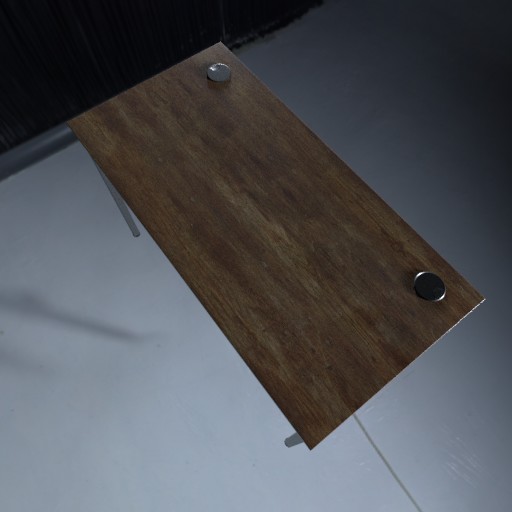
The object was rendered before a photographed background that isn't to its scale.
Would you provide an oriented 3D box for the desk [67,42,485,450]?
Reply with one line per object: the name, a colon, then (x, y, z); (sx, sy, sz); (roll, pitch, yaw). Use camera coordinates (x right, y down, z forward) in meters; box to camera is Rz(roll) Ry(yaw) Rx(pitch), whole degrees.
desk: (0.000, 0.000, 1.622); (0.600, 0.749, 1.200); (-35, 70, -15)
